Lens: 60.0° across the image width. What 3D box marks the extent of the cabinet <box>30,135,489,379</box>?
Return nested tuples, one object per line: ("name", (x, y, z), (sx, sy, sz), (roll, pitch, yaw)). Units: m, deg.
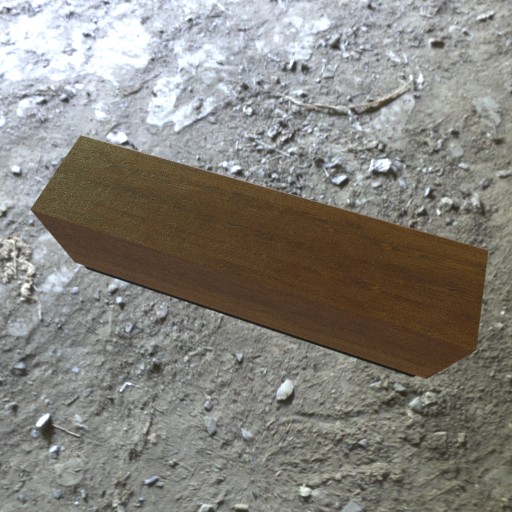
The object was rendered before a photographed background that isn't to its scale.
("cabinet", (0.000, 0.000, 1.819), (1.600, 0.510, 0.419), (17, 65, 8))
